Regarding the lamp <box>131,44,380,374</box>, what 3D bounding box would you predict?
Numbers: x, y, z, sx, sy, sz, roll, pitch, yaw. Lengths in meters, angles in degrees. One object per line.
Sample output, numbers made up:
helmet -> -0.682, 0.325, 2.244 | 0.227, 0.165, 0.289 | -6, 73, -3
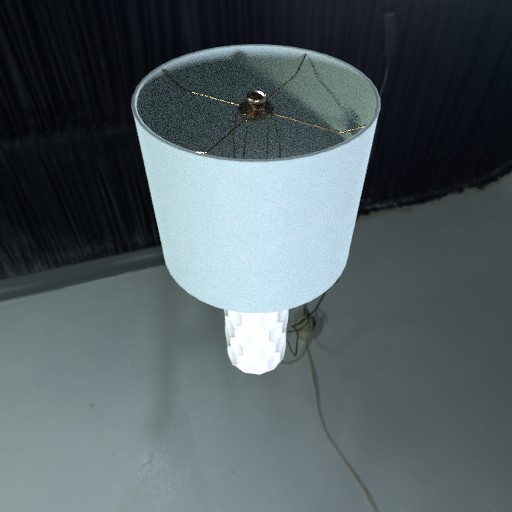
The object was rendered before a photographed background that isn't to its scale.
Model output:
lamp -> 0.000, 0.000, 0.693 | 0.277, 0.534, 0.277 | -16, 48, -15
